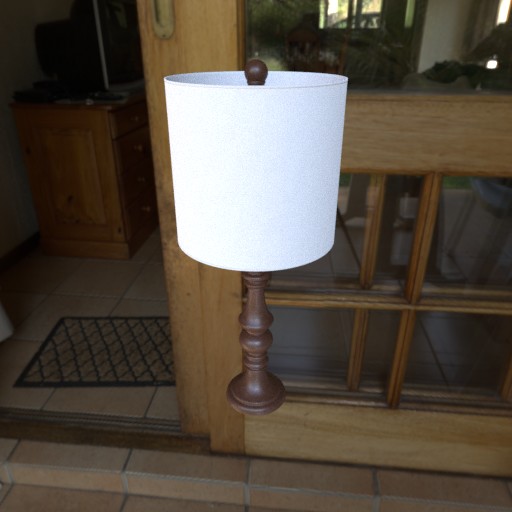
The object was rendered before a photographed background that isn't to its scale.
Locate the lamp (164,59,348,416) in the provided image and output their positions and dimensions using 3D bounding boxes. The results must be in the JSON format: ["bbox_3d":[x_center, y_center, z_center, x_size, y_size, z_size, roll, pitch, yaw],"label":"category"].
[{"bbox_3d":[0.000,0.000,0.735,0.250,0.597,0.250,0,26,0],"label":"lamp"}]
